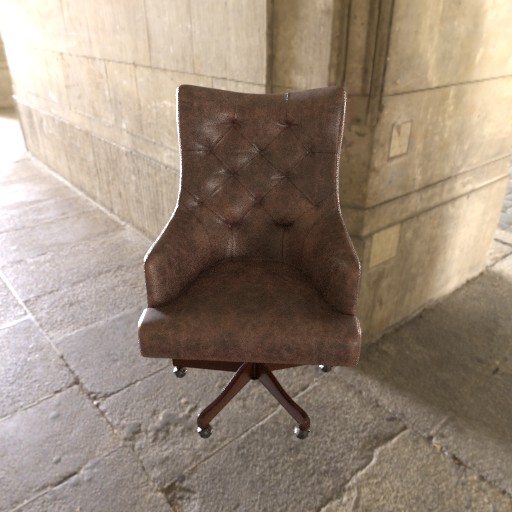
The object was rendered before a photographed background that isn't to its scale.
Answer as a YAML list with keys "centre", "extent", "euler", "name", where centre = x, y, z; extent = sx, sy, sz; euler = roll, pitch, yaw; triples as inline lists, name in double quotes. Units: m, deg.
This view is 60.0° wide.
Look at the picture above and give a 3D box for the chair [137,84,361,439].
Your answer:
- centre: [0.000, 0.000, 1.518]
  extent: [0.641, 1.035, 0.762]
  euler: [2, 28, 3]
  name: "chair"
